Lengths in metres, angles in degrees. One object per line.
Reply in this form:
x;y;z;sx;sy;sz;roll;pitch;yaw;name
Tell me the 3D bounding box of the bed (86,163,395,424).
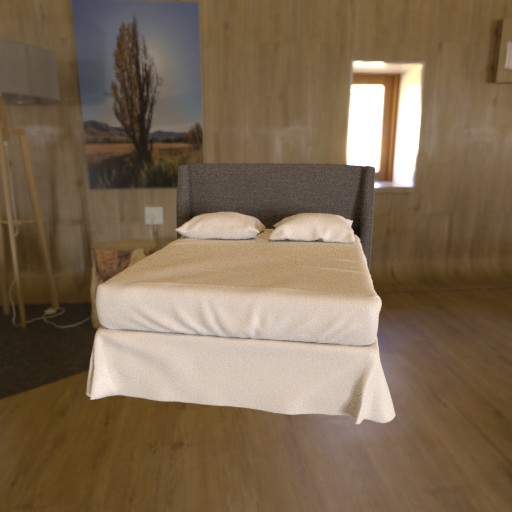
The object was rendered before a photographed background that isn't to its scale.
0.000;0.000;3.444;1.925;1.332;2.276;2;14;9;bed
